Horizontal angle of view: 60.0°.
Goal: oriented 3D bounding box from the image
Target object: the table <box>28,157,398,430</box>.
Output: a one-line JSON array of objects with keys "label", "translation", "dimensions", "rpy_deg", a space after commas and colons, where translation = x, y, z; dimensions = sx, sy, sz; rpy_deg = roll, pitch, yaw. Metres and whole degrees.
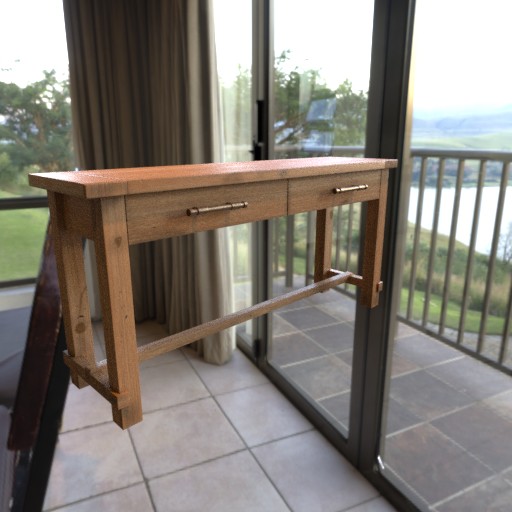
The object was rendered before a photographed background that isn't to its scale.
[{"label": "table", "translation": [0.000, 0.000, 1.894], "dimensions": [1.599, 0.762, 0.442], "rpy_deg": [-15, 21, -43]}]
